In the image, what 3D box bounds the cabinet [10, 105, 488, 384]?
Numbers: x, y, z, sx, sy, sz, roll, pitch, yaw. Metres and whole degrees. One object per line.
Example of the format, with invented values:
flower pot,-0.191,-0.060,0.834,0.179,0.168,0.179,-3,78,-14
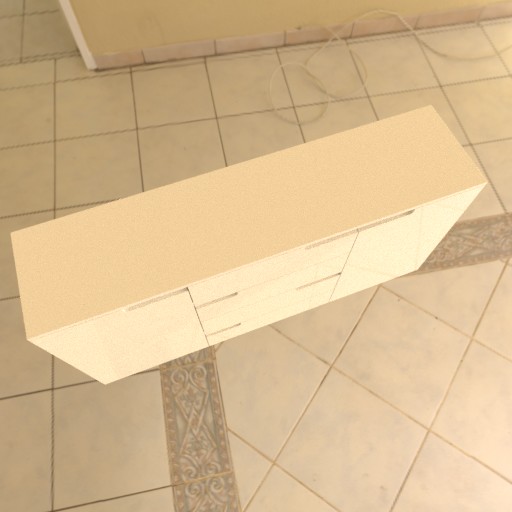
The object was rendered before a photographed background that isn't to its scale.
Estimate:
cabinet,0.000,0.000,1.924,1.650,0.800,0.400,-19,66,-9
